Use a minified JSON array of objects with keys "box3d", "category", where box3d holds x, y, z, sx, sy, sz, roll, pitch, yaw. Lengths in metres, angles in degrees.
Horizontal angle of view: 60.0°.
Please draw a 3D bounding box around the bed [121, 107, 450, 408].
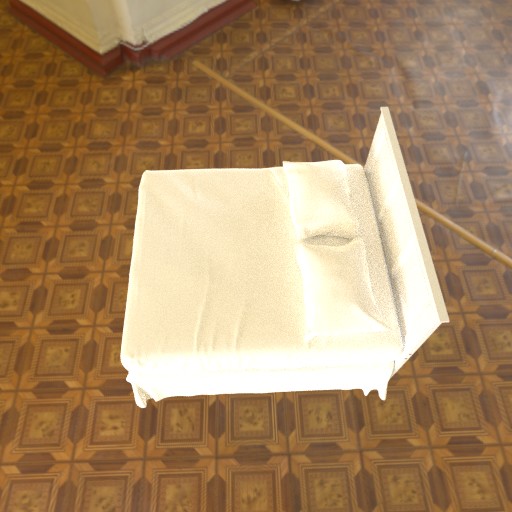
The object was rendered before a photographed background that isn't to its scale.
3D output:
[{"box3d":[0.000,0.000,3.265,2.047,1.269,1.876,-2,59,-1],"category":"bed"}]
